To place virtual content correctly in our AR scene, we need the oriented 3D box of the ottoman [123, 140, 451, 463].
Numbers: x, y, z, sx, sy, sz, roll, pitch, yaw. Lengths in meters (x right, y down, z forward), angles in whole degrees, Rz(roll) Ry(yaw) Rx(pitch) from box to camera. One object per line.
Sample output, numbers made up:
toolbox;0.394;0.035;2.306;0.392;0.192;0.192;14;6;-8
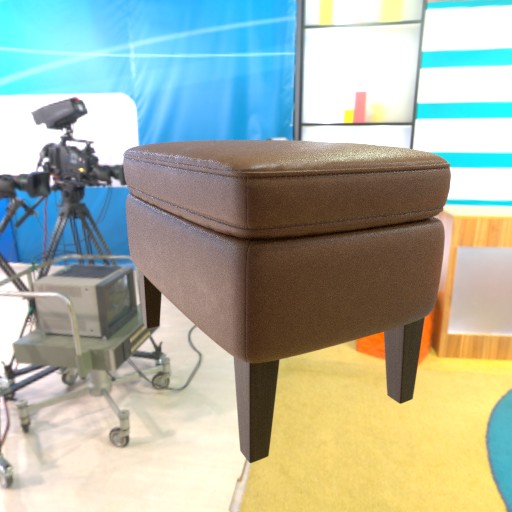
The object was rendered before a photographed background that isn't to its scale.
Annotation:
ottoman;0.000;0.000;0.950;0.420;0.480;0.670;-8;17;-28
